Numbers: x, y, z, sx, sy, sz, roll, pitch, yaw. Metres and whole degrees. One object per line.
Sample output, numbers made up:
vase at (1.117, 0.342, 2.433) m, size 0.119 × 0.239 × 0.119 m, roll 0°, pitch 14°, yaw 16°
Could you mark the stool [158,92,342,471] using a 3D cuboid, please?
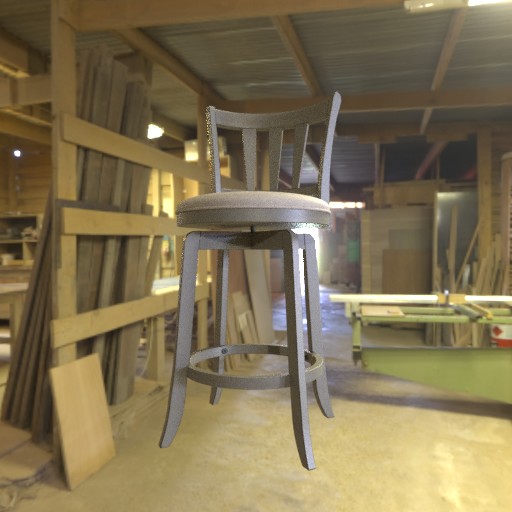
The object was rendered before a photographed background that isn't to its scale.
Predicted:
stool at (0.000, 0.000, 1.281) m, size 0.450 × 0.994 × 0.486 m, roll 0°, pitch 1°, yaw 17°
